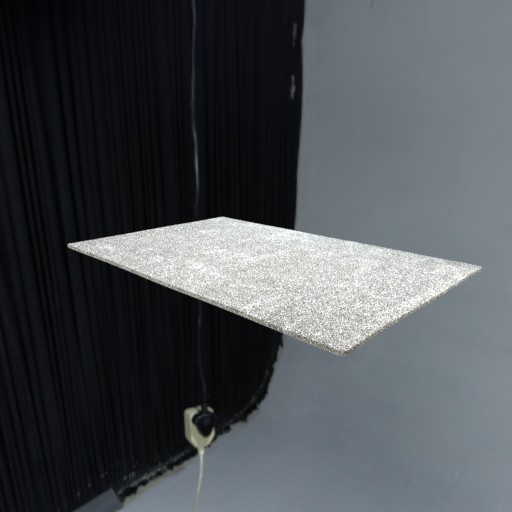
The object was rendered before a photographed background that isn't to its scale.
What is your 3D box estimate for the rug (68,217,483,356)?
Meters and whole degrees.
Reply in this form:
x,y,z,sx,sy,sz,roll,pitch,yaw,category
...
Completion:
x,y,z,sx,sy,sz,roll,pitch,yaw,category
0.000,0.000,2.928,2.350,0.025,1.502,15,21,42,rug
